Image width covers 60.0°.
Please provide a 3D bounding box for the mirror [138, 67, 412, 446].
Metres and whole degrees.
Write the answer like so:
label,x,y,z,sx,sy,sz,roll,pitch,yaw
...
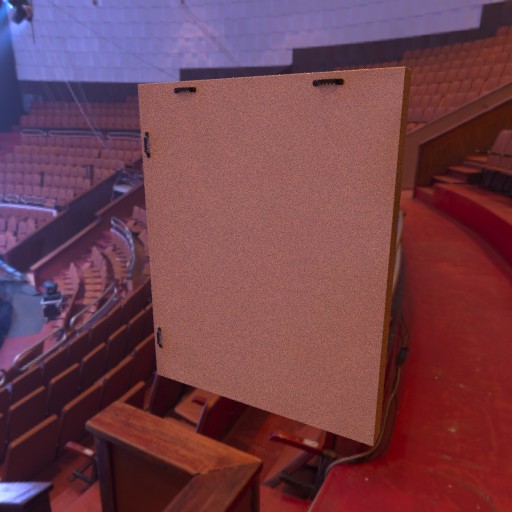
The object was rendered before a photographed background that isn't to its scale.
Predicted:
label,x,y,z,sx,sy,sz,roll,pitch,yaw
mirror,0.000,0.000,0.679,0.406,0.509,0.041,9,18,28
